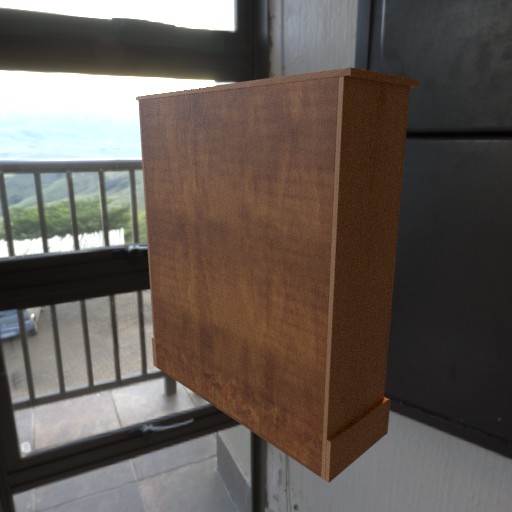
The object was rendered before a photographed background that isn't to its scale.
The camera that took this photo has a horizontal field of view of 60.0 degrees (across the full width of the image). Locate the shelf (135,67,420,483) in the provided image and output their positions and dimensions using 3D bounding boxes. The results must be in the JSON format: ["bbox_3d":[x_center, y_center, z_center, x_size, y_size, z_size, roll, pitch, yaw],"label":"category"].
[{"bbox_3d":[0.000,0.000,1.386,0.291,0.980,0.840,-14,20,-42],"label":"shelf"}]
